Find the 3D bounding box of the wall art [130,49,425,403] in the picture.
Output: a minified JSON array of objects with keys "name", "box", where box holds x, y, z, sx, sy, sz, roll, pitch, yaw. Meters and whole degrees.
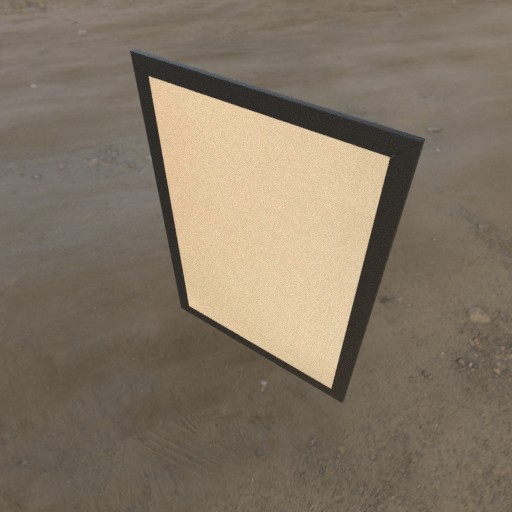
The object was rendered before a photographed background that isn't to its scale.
[{"name":"wall art","box":[0.000,0.000,0.677,0.379,0.530,0.008,26,51,23]}]
